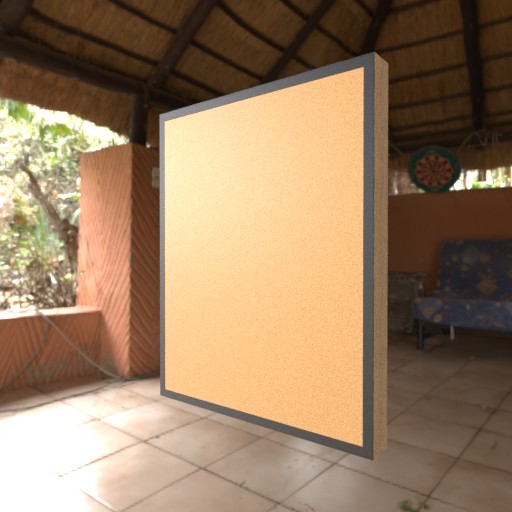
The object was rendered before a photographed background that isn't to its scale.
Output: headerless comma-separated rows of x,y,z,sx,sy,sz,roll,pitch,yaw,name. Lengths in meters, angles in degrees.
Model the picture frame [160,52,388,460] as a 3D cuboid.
0.000,0.000,0.718,0.421,0.526,0.046,0,1,38,picture frame
